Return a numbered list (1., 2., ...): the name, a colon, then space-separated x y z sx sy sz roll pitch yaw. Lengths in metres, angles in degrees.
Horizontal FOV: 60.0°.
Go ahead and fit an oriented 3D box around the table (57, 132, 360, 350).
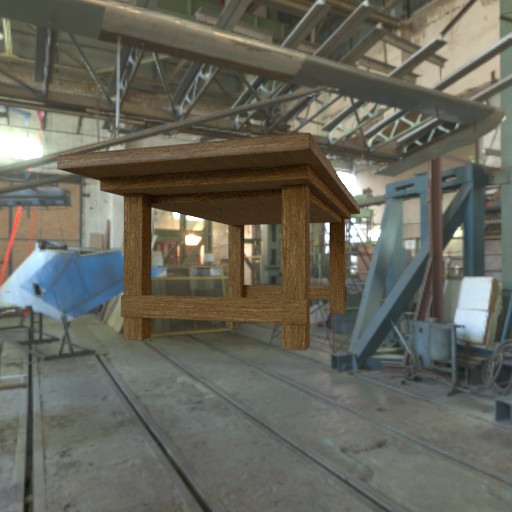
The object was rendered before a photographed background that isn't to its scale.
1. table: 0.000 0.000 2.513 1.000 0.762 1.982 0 -1 18
